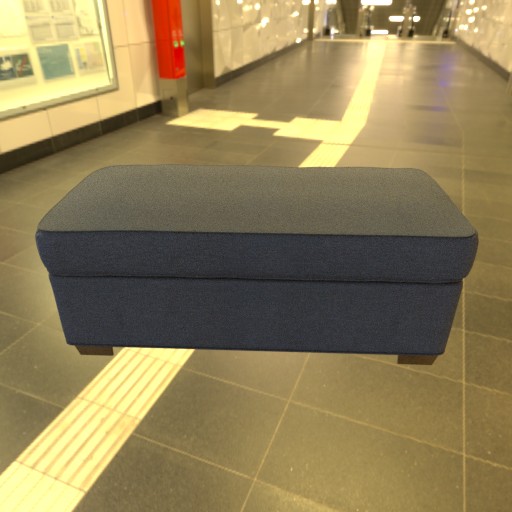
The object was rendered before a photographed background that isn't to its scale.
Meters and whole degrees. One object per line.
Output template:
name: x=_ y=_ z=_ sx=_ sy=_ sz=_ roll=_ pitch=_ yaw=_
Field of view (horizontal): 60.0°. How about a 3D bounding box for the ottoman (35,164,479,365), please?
ottoman: x=0.000 y=0.000 z=1.377 sx=1.110 sy=0.460 sz=0.515 roll=1 pitch=30 yaw=2
